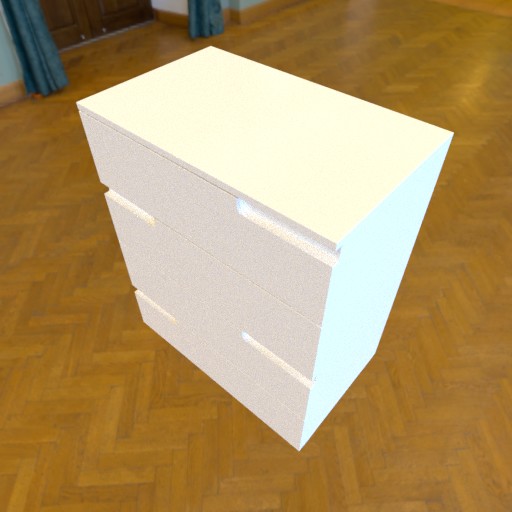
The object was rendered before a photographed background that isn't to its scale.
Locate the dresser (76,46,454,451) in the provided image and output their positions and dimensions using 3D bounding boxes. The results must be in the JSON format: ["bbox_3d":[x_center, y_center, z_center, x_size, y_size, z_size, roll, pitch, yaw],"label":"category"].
[{"bbox_3d":[0.000,0.000,1.172,0.650,0.800,0.400,32,54,27],"label":"dresser"}]
